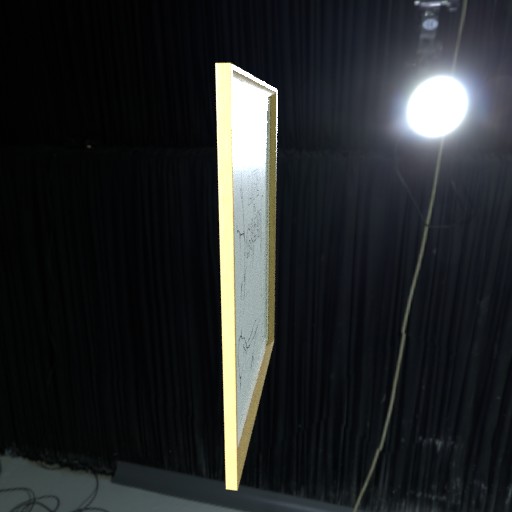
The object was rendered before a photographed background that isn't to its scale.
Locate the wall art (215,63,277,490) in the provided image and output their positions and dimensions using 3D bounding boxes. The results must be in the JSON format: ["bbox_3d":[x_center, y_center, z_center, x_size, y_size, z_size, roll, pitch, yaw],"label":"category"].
[{"bbox_3d":[0.000,0.000,1.357,0.030,1.002,0.798,3,17,8],"label":"wall art"}]
